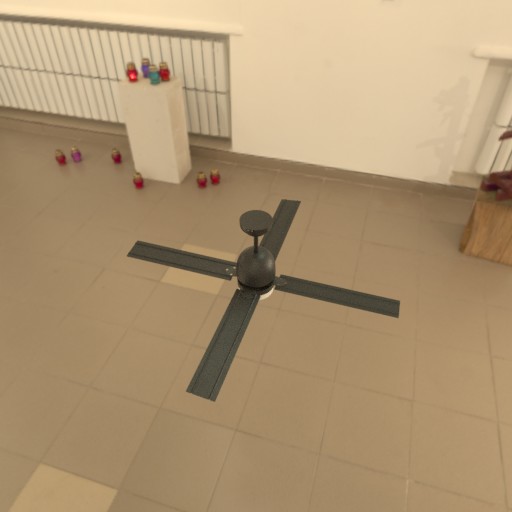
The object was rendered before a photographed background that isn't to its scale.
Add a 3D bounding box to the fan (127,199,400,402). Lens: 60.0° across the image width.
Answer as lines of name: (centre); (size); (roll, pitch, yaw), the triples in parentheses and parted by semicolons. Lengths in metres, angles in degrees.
fan: (0.000, 0.000, 2.001); (1.319, 0.410, 1.319); (11, 43, 12)
